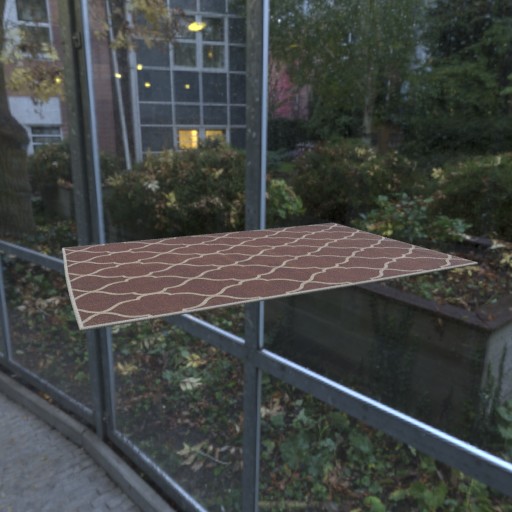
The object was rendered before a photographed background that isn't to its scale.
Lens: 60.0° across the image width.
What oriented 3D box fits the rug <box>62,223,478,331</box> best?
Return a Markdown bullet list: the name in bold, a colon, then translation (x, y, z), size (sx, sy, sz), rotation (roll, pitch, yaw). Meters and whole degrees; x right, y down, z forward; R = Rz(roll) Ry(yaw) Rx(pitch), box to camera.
- **rug**: translation (0.000, 0.000, 2.890), size (2.294, 0.014, 1.528), rotation (-7, 16, -25)
